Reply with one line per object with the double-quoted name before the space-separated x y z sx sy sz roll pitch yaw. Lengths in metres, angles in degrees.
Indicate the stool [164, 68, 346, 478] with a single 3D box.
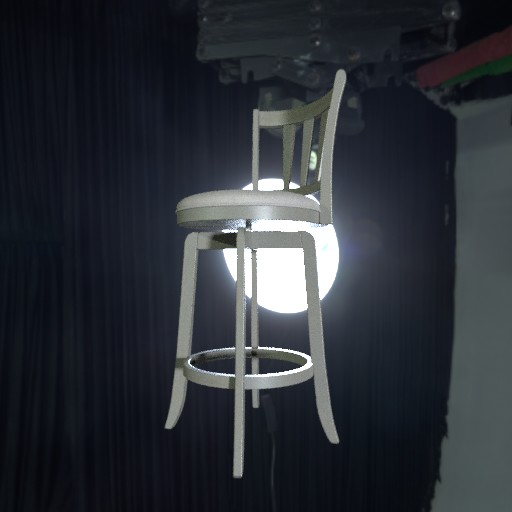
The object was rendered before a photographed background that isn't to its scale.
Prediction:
"stool" 0.000 0.000 1.313 0.475 1.042 0.436 0 -1 -36
